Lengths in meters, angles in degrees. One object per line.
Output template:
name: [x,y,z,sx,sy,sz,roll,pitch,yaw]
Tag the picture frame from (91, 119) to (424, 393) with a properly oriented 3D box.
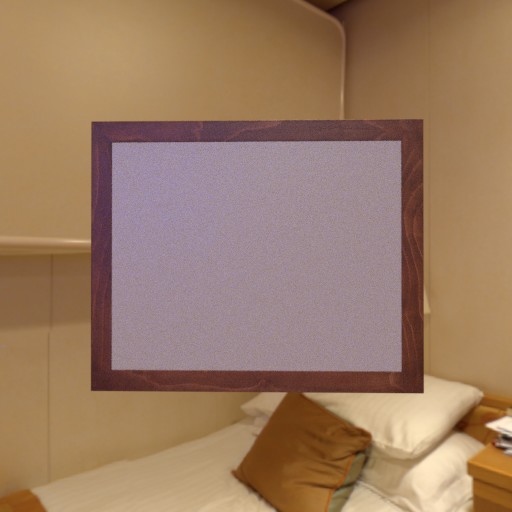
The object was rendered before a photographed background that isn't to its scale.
picture frame: [0.000,0.000,0.757,0.559,0.457,0.025,0,0,1]
